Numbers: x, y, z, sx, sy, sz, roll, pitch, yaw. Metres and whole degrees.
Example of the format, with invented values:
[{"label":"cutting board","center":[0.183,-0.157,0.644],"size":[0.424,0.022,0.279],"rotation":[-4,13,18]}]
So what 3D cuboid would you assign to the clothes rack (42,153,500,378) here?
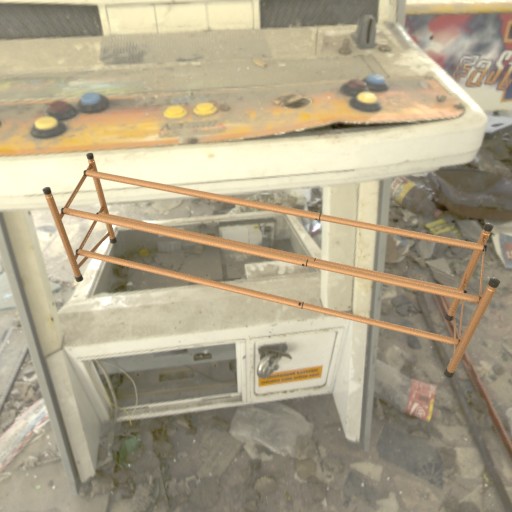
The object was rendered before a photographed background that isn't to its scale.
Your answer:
[{"label":"clothes rack","center":[0.000,0.000,1.270],"size":[1.168,0.349,0.229],"rotation":[12,43,14]}]
